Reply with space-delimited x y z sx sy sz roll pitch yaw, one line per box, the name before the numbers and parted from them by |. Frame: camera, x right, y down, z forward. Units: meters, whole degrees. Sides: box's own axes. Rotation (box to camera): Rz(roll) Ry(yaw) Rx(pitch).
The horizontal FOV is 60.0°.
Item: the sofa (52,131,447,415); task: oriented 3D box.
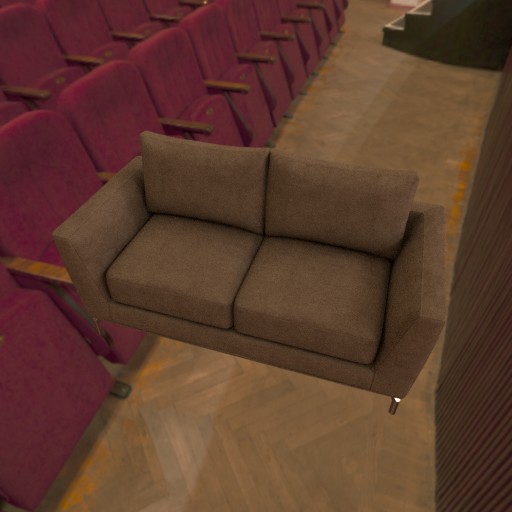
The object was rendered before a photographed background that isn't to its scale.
sofa | 0.000 0.000 2.385 1.832 1.013 0.855 12 42 13
